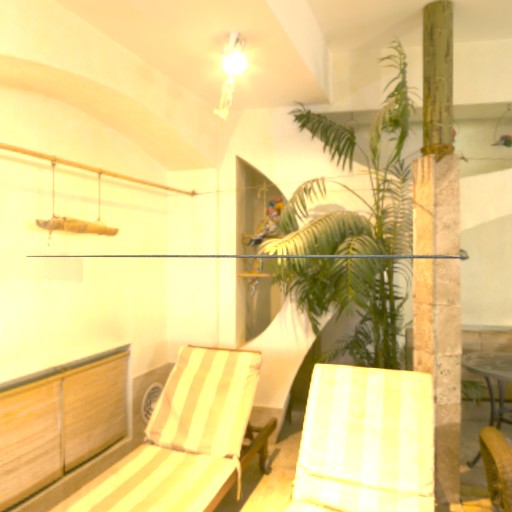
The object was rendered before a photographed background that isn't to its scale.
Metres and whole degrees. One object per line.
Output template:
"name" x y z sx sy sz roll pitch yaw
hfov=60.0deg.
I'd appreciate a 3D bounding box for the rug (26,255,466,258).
"rug" 0.000 0.000 3.021 2.440 0.007 1.525 0 0 19
